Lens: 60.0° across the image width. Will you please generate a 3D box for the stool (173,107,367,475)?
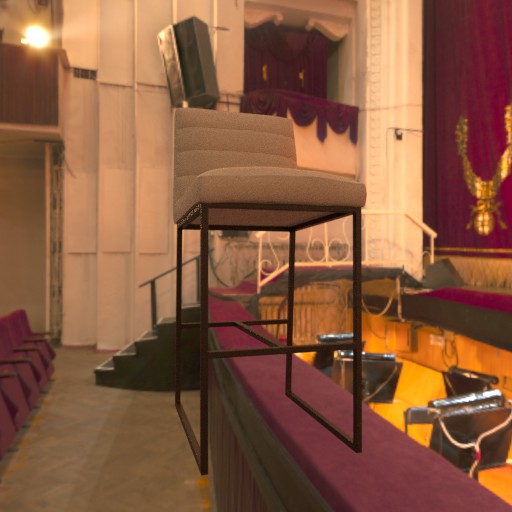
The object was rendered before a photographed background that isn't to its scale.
[{"bbox_3d":[0.000,0.000,1.387,0.464,1.061,0.573,0,-1,-17],"label":"stool"}]
